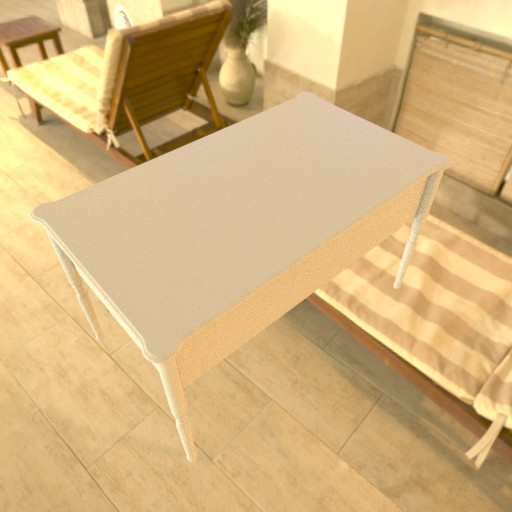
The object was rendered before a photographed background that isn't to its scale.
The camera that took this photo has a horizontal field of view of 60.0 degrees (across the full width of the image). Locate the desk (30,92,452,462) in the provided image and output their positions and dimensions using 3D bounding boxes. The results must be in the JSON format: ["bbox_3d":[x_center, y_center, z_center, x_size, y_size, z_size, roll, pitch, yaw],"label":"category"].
[{"bbox_3d":[0.000,0.000,1.878,1.380,0.762,0.807,-32,53,-28],"label":"desk"}]
